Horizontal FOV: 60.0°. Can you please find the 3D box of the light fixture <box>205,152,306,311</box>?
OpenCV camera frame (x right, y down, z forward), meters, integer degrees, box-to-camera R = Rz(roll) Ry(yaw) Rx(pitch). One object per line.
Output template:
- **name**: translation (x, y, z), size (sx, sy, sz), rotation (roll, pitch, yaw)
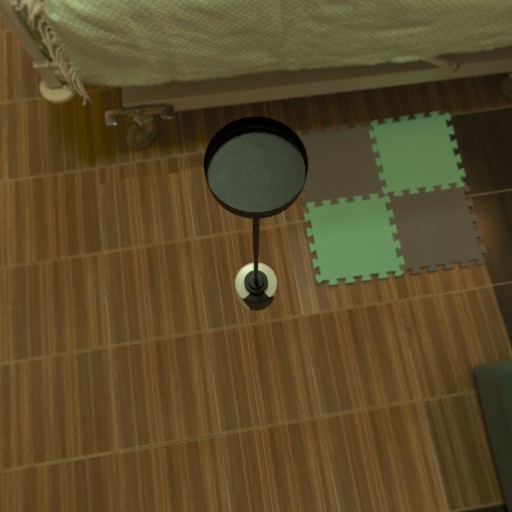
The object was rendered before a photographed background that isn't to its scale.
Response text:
- **light fixture**: translation (0.000, 0.000, 0.938), size (0.123, 0.863, 0.123), rotation (-37, 78, -9)
